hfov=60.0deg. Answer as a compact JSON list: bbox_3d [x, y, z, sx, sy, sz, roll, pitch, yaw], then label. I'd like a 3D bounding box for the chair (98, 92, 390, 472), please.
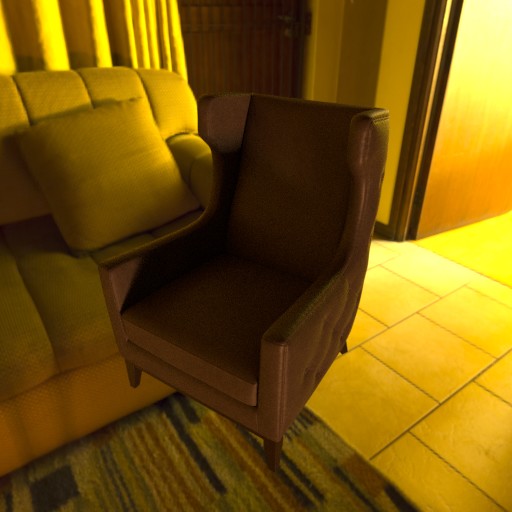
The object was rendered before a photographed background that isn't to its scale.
[{"bbox_3d":[0.000,0.000,1.692,0.769,1.079,0.899,18,34,29],"label":"chair"}]
